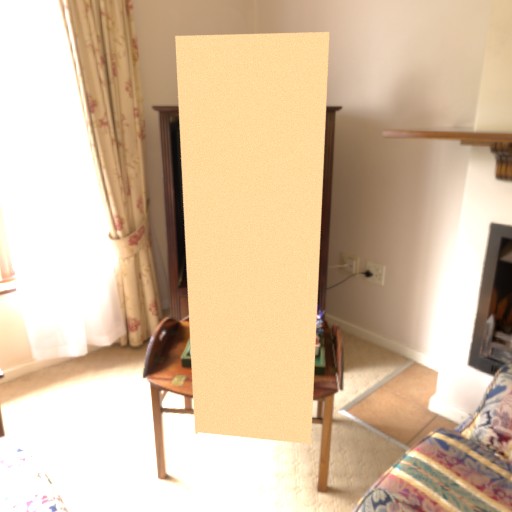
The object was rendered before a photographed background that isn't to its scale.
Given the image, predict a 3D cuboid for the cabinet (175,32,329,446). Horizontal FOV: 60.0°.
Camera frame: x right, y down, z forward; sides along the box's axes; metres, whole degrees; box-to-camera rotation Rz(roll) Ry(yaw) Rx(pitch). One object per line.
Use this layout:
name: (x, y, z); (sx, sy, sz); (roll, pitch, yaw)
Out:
cabinet: (0.000, 0.000, 1.841); (0.520, 1.630, 0.255); (3, 18, 8)
